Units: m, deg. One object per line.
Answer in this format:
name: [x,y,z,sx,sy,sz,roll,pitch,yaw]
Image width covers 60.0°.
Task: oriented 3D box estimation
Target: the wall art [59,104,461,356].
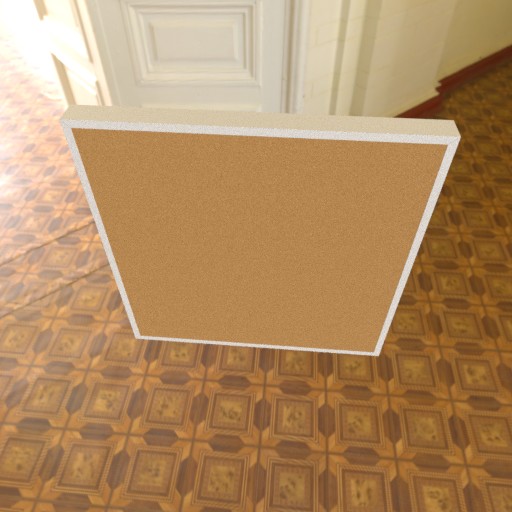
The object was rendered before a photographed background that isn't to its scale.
wall art: [0.000,0.000,0.757,0.509,0.509,0.040,3,46,3]
